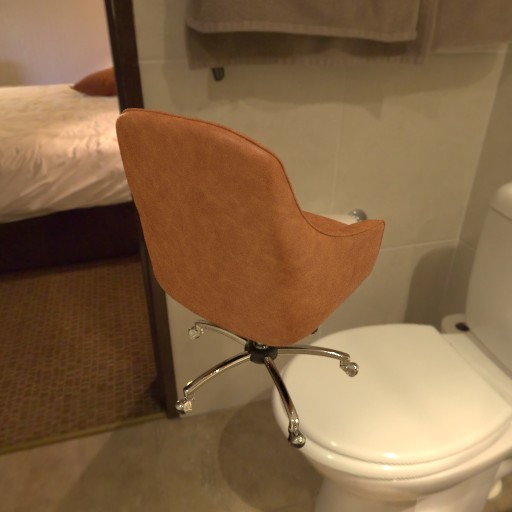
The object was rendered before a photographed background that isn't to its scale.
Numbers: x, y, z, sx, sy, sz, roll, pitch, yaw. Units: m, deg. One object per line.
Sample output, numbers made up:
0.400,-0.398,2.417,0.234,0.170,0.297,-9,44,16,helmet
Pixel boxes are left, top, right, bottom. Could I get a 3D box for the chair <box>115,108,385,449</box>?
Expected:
0.000,0.000,1.298,0.628,0.909,0.615,20,35,31,chair
